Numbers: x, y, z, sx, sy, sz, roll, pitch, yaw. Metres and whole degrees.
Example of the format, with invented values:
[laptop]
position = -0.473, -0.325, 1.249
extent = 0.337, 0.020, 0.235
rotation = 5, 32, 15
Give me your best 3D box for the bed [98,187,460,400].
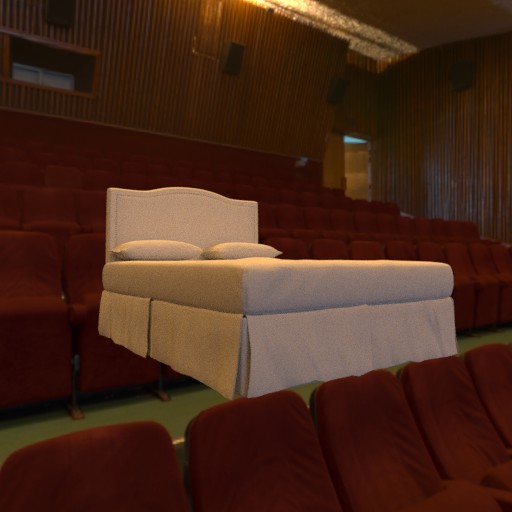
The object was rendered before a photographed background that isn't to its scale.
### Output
[bed]
position = 0.000, 0.000, 3.650
extent = 1.977, 1.437, 2.477
rotation = 0, -1, -36
